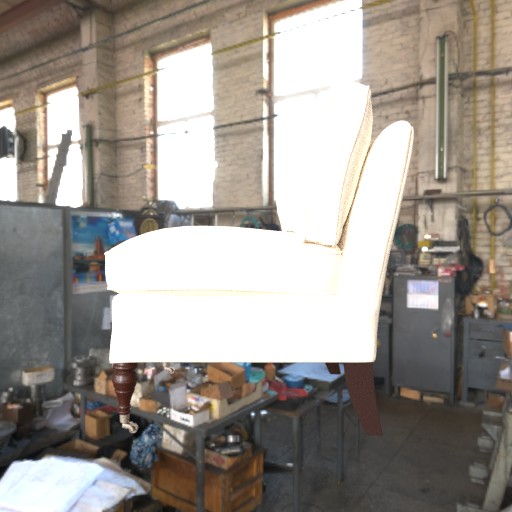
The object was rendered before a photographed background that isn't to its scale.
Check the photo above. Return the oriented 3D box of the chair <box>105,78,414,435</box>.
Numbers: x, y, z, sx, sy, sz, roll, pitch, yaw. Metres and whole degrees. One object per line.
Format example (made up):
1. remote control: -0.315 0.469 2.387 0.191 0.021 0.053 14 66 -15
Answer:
1. chair: 0.000 0.000 1.380 0.781 0.887 0.630 0 1 0
